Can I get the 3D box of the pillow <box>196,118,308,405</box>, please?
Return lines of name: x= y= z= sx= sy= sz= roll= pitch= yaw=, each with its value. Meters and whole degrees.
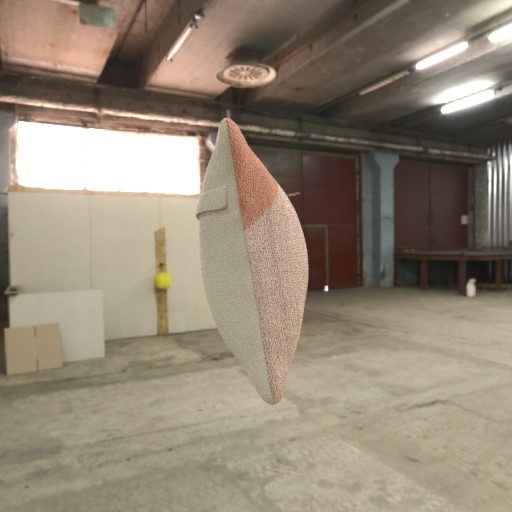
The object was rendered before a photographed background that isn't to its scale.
pillow: x=0.000 y=0.000 z=0.720 sx=0.155 sy=0.292 sz=0.609 roll=0 pitch=2 yaw=1
